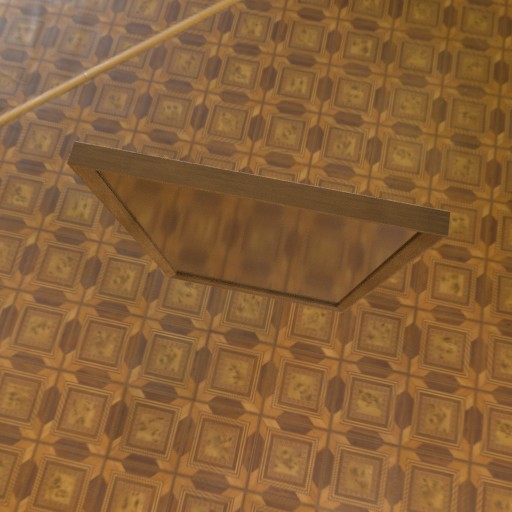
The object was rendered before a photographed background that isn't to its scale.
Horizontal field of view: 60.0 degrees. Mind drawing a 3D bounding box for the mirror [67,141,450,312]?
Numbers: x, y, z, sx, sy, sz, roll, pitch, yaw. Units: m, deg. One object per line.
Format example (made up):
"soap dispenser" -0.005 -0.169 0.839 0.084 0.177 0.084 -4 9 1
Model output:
"mirror" 0.000 0.000 0.924 0.508 0.711 0.039 11 75 3
